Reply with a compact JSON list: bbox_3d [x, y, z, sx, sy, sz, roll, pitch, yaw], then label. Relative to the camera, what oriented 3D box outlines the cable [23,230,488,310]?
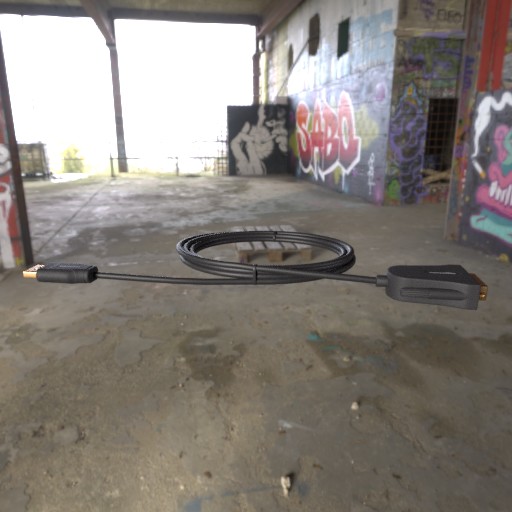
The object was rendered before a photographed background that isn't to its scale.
[{"bbox_3d":[0.000,0.000,0.327,0.281,0.015,0.136,2,16,9],"label":"cable"}]
